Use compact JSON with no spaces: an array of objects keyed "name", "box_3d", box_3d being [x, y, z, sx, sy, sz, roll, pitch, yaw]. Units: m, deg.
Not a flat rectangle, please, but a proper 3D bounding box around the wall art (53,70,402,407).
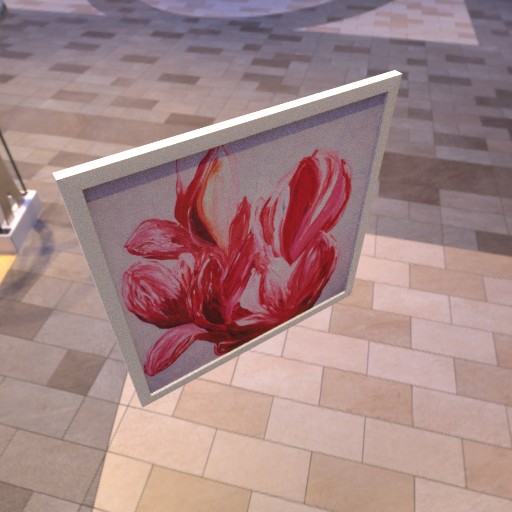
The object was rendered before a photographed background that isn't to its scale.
[{"name":"wall art","box_3d":[0.000,0.000,0.973,0.664,0.661,0.020,-24,49,-23]}]
